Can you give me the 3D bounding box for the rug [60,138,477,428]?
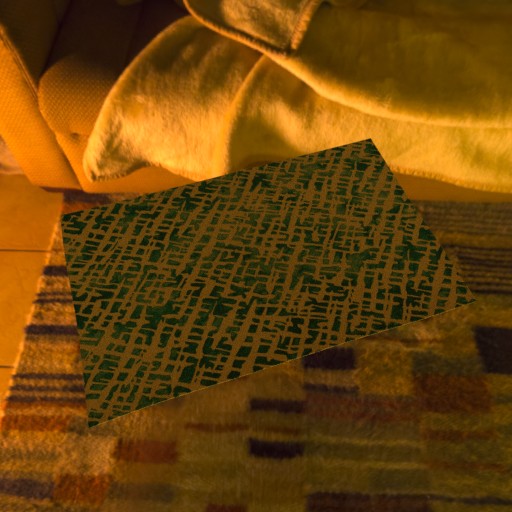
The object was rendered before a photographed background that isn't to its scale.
[{"bbox_3d":[0.000,0.000,2.987,2.447,0.011,1.520,-16,60,-9],"label":"rug"}]
